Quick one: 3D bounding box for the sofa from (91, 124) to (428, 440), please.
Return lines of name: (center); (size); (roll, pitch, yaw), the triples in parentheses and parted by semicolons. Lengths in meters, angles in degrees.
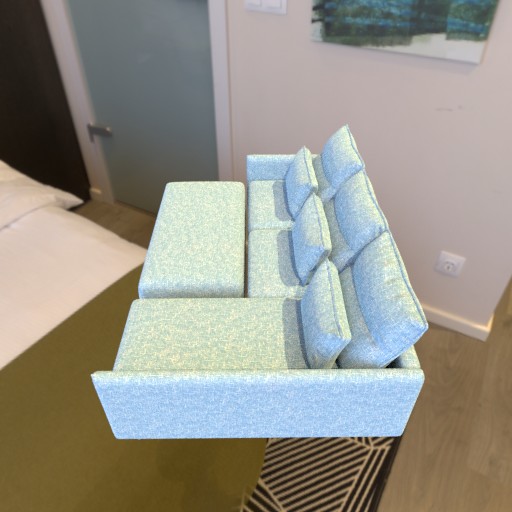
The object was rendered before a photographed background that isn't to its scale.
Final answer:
sofa: (0.000, 0.000, 2.747); (1.420, 0.899, 2.034); (0, 40, 0)
